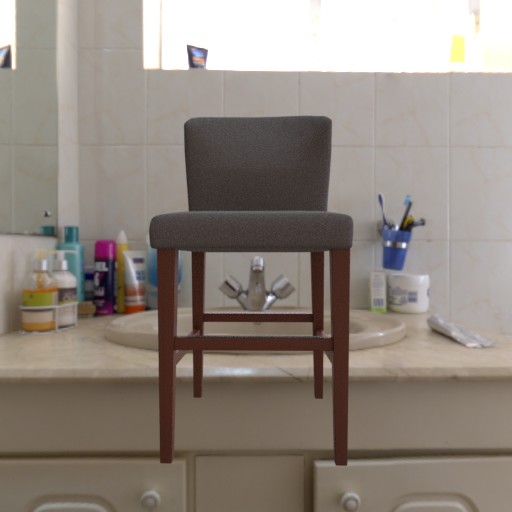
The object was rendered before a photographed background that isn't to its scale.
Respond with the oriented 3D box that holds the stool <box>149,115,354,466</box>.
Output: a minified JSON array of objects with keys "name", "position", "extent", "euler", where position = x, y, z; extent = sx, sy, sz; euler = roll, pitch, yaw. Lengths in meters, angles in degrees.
[{"name":"stool","position":[0.000,0.000,1.283],"extent":[0.481,0.968,0.568],"euler":[0,0,2]}]
